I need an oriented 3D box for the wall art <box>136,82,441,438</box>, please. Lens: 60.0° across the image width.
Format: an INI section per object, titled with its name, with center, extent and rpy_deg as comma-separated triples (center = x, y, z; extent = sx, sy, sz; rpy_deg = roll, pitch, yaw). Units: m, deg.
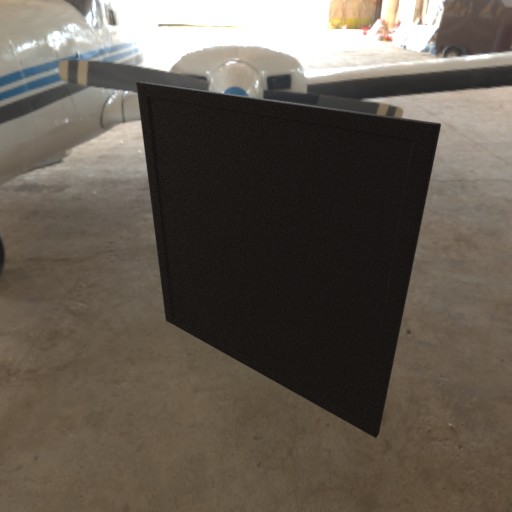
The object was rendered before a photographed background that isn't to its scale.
[wall art]
center = 0.000, 0.000, 0.821
extent = 0.562, 0.558, 0.012
rpy_deg = 21, 35, 33
